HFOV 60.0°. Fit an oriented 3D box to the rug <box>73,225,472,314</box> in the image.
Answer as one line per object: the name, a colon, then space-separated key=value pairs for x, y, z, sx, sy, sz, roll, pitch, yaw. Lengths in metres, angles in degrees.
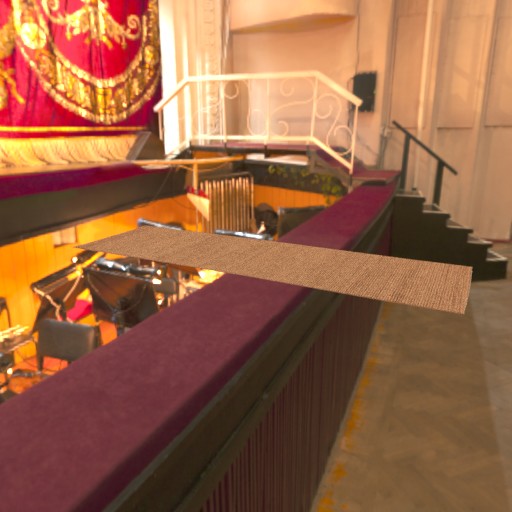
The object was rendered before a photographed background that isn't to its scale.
rug: x=0.000 y=0.000 z=2.724 sx=2.390 sy=0.014 sz=0.741 roll=8 pitch=18 yaw=27
